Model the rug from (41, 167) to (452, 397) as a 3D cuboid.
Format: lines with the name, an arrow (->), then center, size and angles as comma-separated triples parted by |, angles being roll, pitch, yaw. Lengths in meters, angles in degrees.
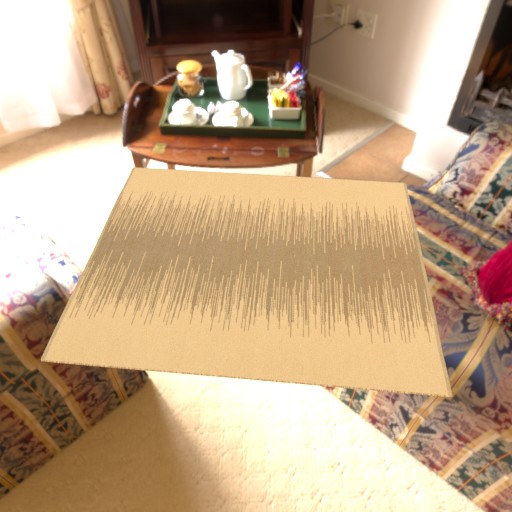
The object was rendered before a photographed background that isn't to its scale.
rug -> 0.000, 0.000, 4.057 | 3.037, 0.010, 2.453 | 4, 47, 4
